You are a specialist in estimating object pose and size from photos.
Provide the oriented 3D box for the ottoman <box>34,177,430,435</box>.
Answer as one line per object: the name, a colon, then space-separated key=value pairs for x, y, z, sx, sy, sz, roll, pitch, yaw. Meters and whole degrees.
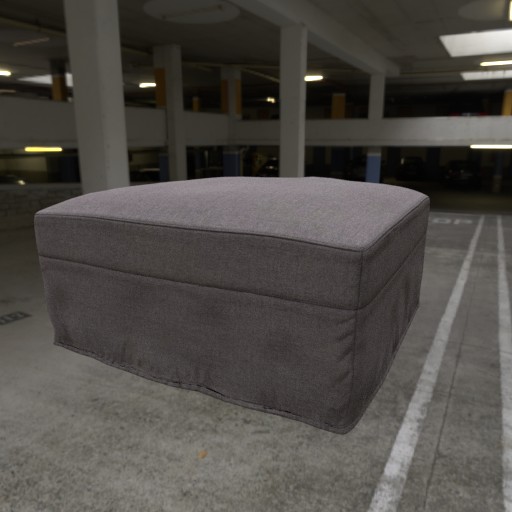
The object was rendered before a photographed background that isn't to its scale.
ottoman: x=0.000 y=0.000 z=1.288 sx=0.843 sy=0.436 sz=0.840 roll=8 pitch=16 yaw=27
